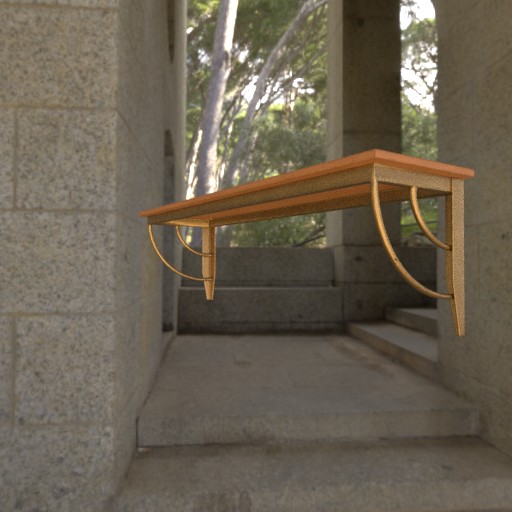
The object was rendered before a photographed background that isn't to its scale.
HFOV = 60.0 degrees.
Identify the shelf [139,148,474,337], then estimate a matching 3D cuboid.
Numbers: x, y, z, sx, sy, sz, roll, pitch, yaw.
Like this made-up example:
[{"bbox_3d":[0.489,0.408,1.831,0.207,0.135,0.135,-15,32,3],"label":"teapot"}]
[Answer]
[{"bbox_3d":[0.000,0.000,0.717,0.166,0.190,0.636,1,-1,-34],"label":"shelf"}]
